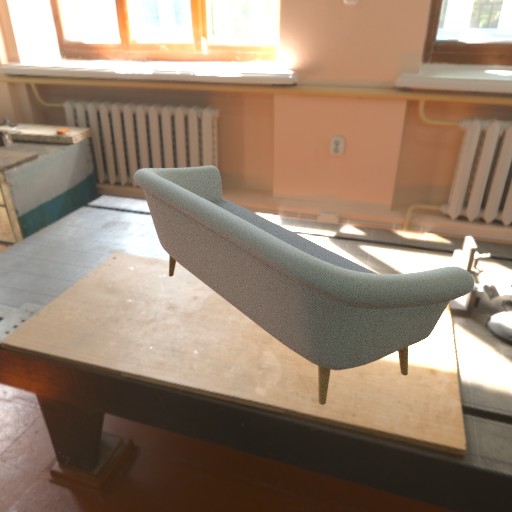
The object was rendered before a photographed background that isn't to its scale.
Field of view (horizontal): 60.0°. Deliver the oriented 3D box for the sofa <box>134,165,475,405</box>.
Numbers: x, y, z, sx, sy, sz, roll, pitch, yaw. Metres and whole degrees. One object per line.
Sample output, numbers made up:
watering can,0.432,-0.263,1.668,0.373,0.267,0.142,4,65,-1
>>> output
sofa,0.000,0.000,2.574,0.827,0.795,2.160,-19,33,-33
